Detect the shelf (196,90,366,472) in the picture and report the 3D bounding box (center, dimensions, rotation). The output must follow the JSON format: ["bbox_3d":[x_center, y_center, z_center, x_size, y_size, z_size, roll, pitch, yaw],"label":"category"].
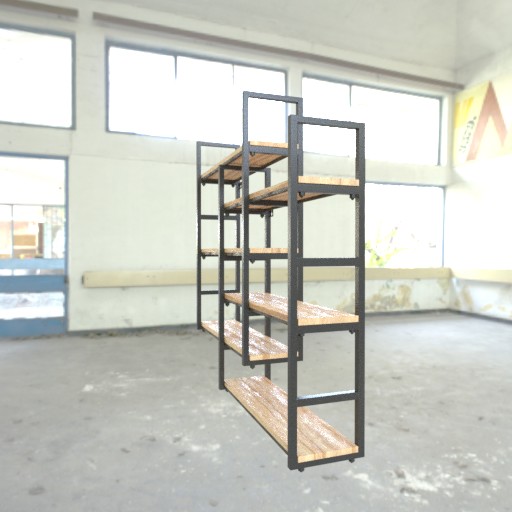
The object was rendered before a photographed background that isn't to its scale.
[{"bbox_3d":[0.000,0.000,1.406,0.183,0.921,0.946,0,1,-20],"label":"shelf"}]
